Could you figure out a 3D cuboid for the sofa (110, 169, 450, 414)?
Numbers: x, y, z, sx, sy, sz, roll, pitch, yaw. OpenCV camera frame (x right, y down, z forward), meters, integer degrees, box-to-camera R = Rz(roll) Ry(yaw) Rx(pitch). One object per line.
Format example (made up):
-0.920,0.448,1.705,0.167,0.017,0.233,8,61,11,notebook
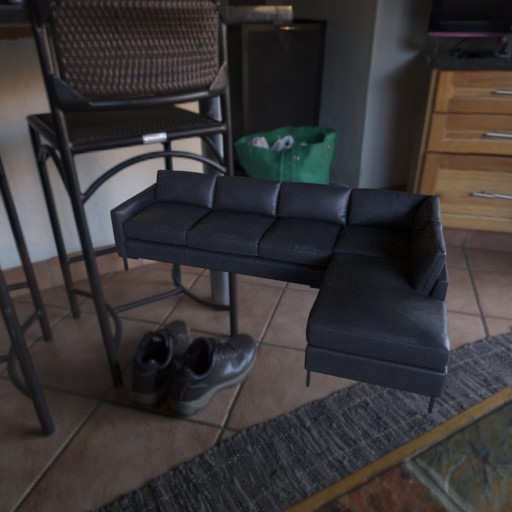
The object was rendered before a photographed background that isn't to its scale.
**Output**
0.000,0.000,3.778,2.984,0.877,1.938,8,28,16,sofa
